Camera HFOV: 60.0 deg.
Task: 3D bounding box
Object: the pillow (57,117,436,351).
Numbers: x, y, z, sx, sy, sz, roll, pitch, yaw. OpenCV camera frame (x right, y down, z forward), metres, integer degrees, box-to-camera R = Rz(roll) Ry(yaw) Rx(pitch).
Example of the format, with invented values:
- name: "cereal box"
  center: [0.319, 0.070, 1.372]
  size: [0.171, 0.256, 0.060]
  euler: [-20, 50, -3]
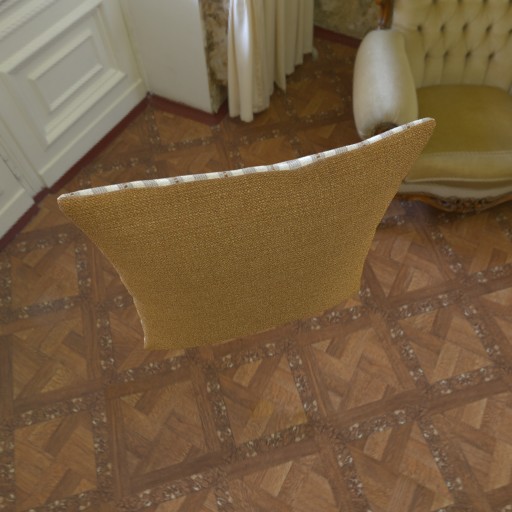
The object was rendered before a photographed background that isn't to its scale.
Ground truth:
- name: "pillow"
  center: [0.000, 0.000, 0.667]
  size: [0.432, 0.437, 0.147]
  euler: [-15, 60, -9]
